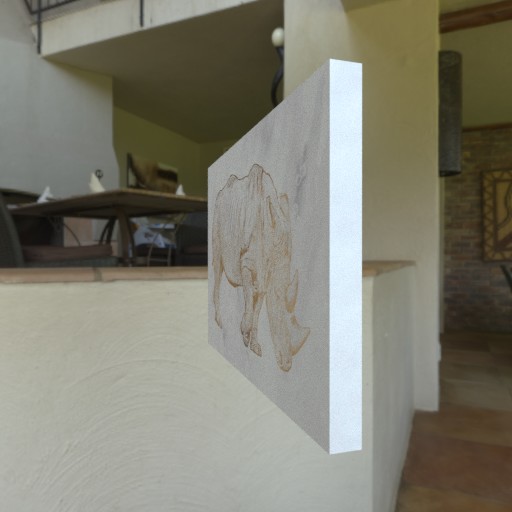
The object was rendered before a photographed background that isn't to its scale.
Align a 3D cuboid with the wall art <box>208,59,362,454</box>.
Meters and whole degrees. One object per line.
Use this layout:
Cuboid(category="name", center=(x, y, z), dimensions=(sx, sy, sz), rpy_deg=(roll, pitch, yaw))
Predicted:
Cuboid(category="wall art", center=(0.000, 0.000, 0.751), dimensions=(0.038, 0.407, 0.609), rpy_deg=(0, 0, -18))
